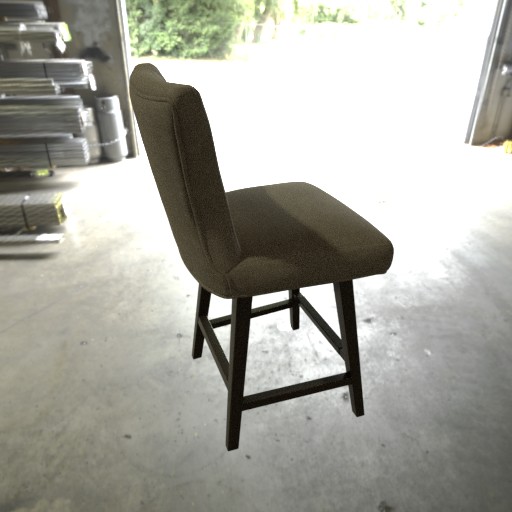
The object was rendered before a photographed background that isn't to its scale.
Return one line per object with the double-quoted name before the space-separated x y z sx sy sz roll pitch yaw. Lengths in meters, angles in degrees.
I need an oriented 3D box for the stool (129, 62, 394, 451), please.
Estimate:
"stool" 0.000 0.000 1.274 0.574 1.000 0.514 -10 30 -18
